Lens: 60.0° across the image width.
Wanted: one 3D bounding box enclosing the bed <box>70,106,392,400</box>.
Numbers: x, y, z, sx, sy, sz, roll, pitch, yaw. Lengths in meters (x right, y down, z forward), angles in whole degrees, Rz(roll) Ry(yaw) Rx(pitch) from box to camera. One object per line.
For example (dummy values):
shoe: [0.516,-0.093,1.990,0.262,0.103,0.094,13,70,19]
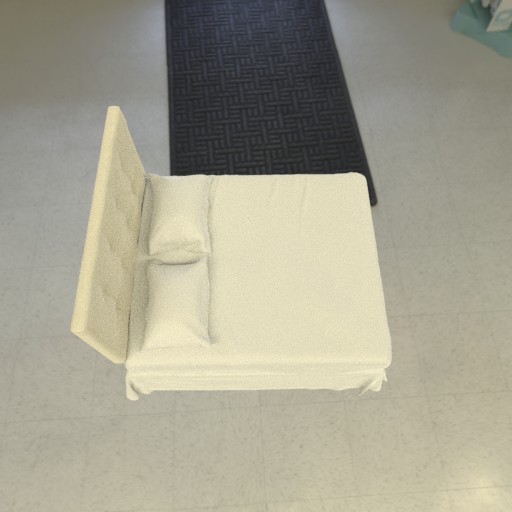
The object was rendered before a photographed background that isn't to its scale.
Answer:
bed: [0.000,0.000,3.461,2.222,1.577,1.936,-1,65,0]
